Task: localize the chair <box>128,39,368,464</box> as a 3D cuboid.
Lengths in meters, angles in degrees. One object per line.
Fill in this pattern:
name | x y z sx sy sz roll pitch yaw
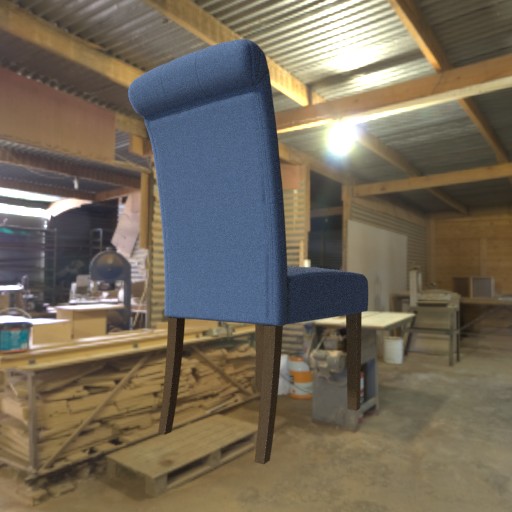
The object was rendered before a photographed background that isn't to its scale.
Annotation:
chair | 0.000 0.000 1.351 0.456 1.006 0.671 -2 -3 35
